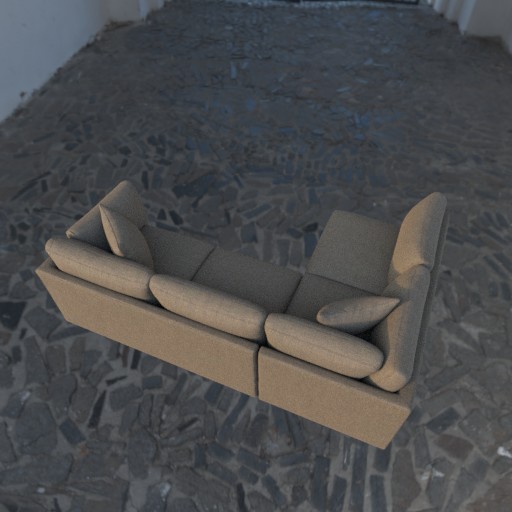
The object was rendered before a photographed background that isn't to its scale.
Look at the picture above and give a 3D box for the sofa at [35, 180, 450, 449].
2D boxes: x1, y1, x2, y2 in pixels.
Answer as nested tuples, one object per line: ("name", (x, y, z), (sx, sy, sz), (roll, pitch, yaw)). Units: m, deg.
("sofa", (0.000, 0.000, 3.819), (2.896, 0.978, 1.994), (17, 49, 16))
